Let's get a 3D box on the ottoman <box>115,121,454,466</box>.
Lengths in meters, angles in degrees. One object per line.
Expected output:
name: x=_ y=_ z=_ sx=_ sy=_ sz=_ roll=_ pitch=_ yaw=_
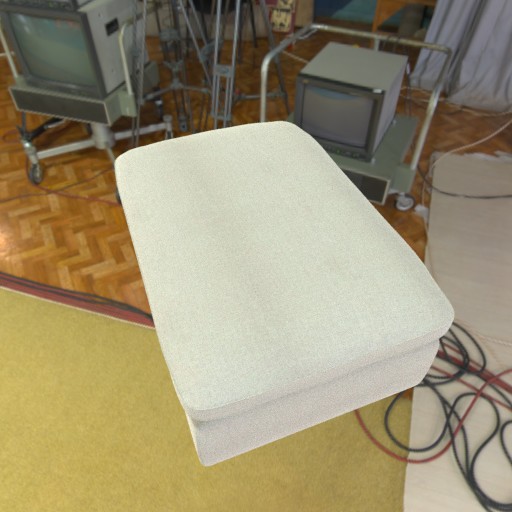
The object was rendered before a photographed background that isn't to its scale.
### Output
ottoman: x=0.000 y=0.000 z=1.361 sx=0.686 sy=0.453 sz=0.984 roll=-15 pitch=48 yaw=-14
